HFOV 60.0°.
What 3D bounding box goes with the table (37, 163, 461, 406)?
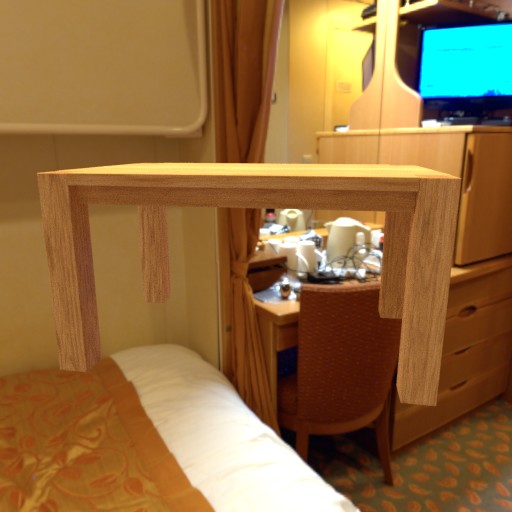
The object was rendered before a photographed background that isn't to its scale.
[{"bbox_3d":[0.000,0.000,1.951,1.400,0.760,0.900,3,14,10],"label":"table"}]
